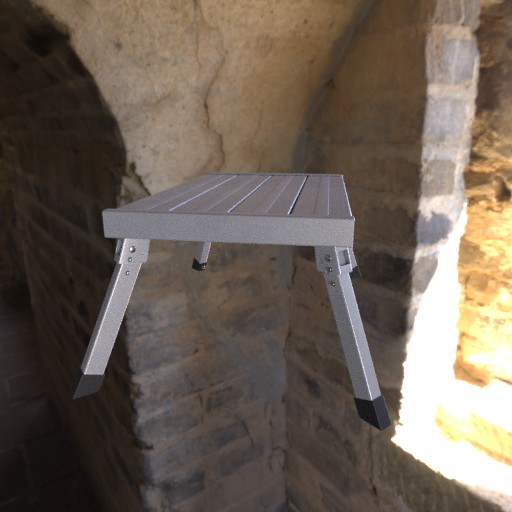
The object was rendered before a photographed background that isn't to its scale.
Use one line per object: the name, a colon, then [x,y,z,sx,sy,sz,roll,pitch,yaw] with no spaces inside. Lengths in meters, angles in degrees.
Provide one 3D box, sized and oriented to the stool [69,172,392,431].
stool: [0.000,0.000,0.728,0.385,0.225,0.535,3,16,9]
